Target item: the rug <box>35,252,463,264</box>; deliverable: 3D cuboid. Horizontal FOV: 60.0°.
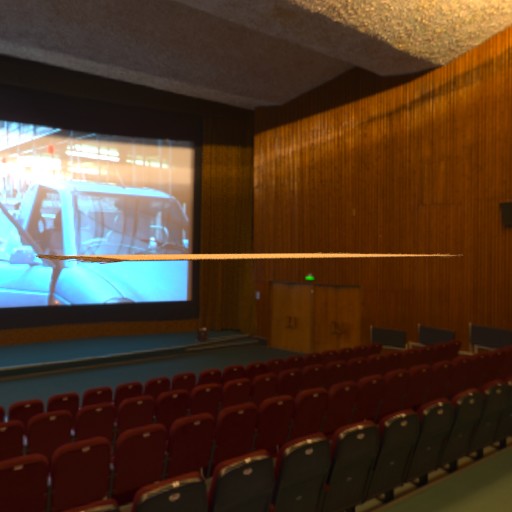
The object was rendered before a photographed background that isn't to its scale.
[{"bbox_3d":[0.000,0.000,2.416,2.021,0.027,1.224,-1,1,-35],"label":"rug"}]
